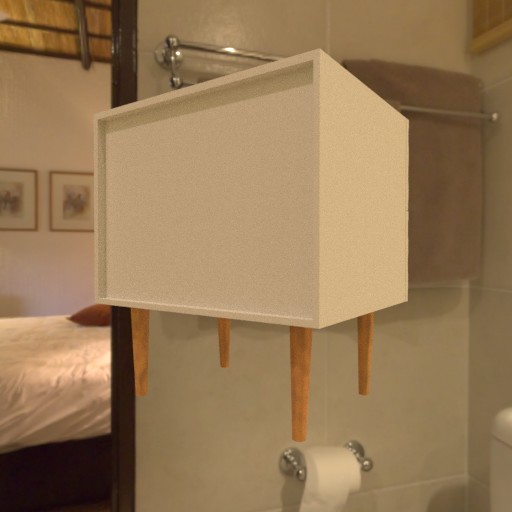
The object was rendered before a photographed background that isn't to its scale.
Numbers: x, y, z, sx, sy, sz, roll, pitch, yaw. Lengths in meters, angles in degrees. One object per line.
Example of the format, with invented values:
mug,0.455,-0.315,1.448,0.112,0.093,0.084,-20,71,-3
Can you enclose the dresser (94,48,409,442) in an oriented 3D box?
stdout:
dresser,0.000,0.000,0.914,0.503,0.568,0.414,1,1,35
